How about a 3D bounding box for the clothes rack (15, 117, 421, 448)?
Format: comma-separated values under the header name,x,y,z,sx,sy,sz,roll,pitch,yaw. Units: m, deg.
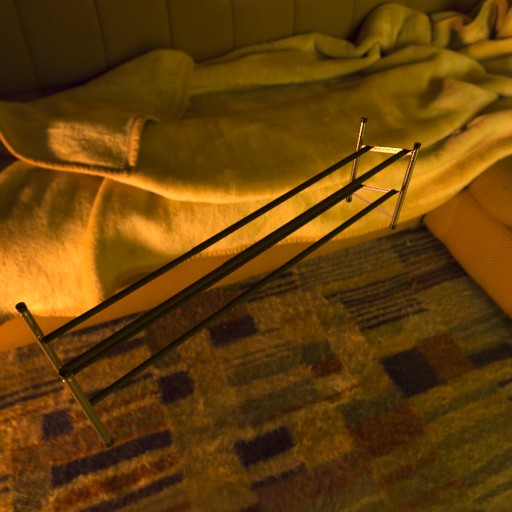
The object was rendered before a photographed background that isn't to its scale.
name,x,y,z,sx,sy,sz,roll,pitch,yaw
clothes rack,0.000,0.000,1.265,1.168,0.349,0.229,-33,55,-27
